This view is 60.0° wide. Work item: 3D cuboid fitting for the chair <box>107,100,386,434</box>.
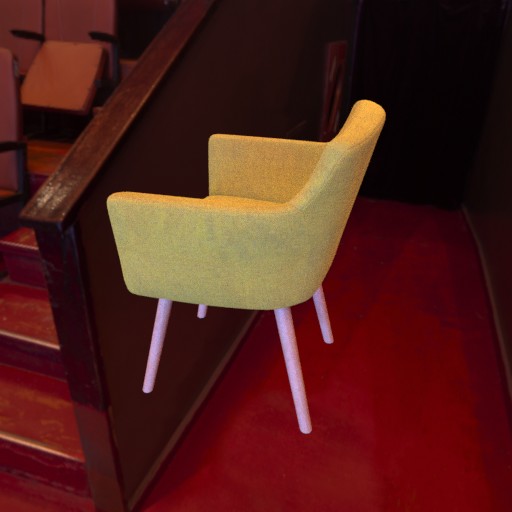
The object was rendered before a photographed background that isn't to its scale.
[{"bbox_3d":[0.000,0.000,1.186,0.570,0.780,0.570,9,30,15],"label":"chair"}]
